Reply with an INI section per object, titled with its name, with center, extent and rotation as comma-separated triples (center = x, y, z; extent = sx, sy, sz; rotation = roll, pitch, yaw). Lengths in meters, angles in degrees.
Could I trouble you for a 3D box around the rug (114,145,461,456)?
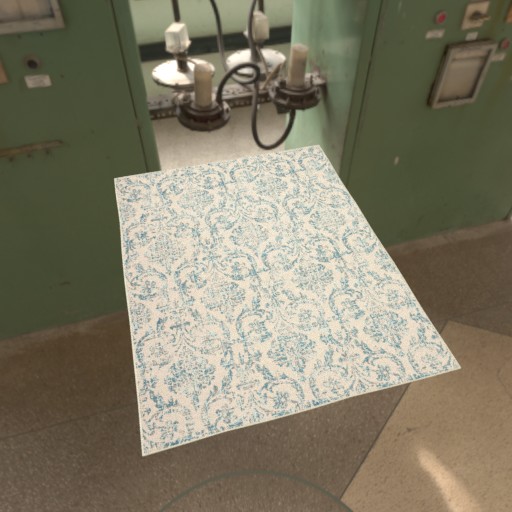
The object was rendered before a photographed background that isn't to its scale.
[rug]
center = 0.000, 0.000, 4.054
extent = 2.363, 0.012, 2.980
rotation = -12, 49, -10
